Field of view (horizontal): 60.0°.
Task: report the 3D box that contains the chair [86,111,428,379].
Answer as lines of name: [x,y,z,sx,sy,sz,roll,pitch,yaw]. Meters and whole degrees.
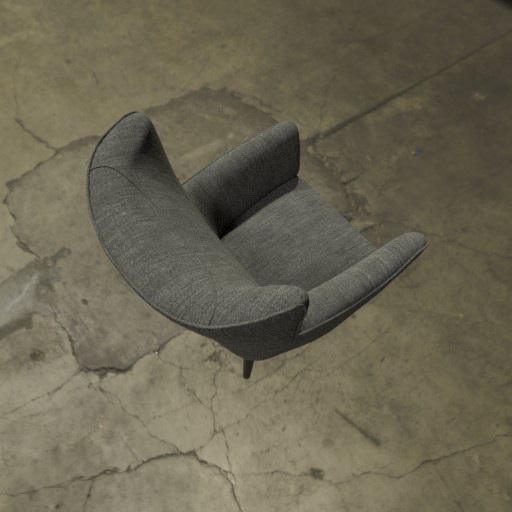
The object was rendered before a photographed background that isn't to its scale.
chair: [0.000,0.000,1.574,0.888,0.933,0.781,-33,64,-18]
